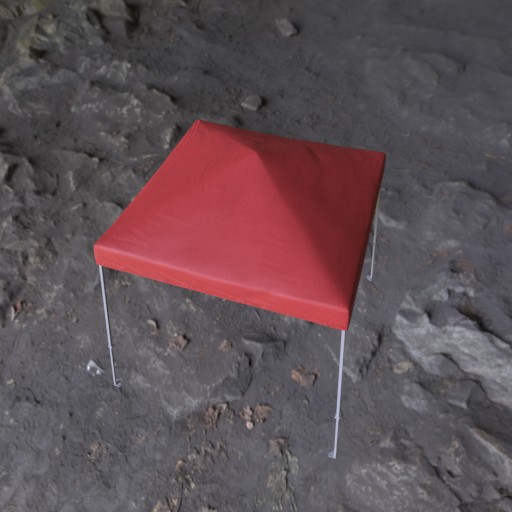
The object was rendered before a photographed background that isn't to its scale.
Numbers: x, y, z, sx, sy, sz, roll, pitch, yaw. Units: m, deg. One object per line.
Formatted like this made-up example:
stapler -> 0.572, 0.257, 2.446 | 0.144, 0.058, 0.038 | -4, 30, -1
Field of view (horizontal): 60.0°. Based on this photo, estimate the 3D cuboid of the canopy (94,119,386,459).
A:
canopy -> 0.000, 0.000, 5.196 | 2.848, 2.849, 2.849 | 14, 48, 13
